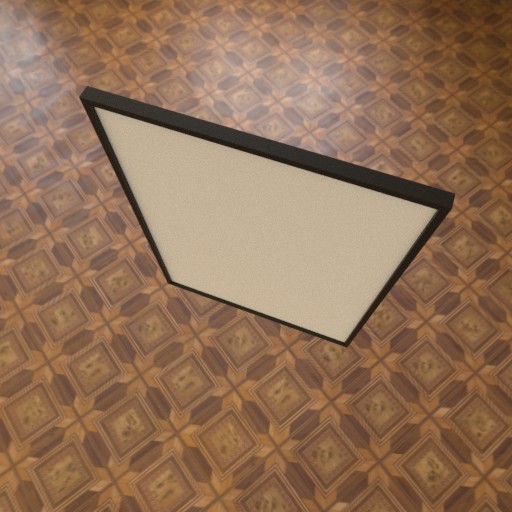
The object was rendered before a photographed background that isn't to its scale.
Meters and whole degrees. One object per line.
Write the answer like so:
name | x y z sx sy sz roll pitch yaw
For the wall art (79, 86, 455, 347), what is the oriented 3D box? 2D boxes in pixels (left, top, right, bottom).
wall art | 0.000 0.000 1.384 0.802 1.070 0.036 19 66 9
